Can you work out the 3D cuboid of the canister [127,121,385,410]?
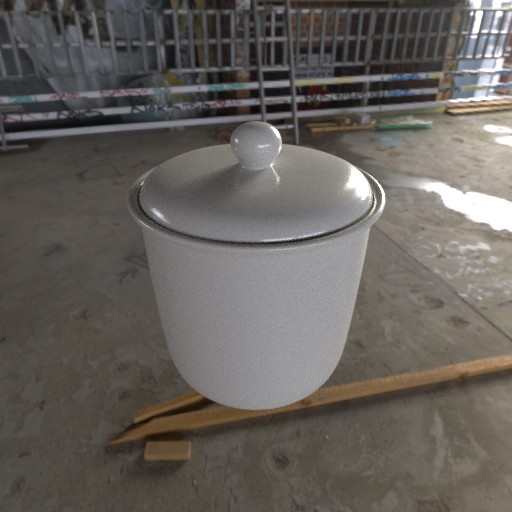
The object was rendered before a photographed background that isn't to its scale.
[{"bbox_3d":[0.000,0.000,0.351,0.182,0.208,0.182,0,31,0],"label":"canister"}]
